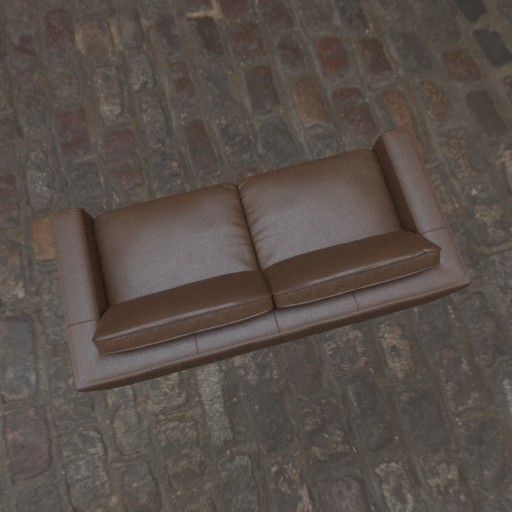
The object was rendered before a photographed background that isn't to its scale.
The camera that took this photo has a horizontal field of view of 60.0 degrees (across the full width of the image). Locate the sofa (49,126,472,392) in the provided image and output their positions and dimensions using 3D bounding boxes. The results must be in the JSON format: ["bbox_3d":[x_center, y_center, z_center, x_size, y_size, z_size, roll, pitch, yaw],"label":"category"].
[{"bbox_3d":[0.000,0.000,2.700,2.262,0.801,1.070,-15,76,-4],"label":"sofa"}]
